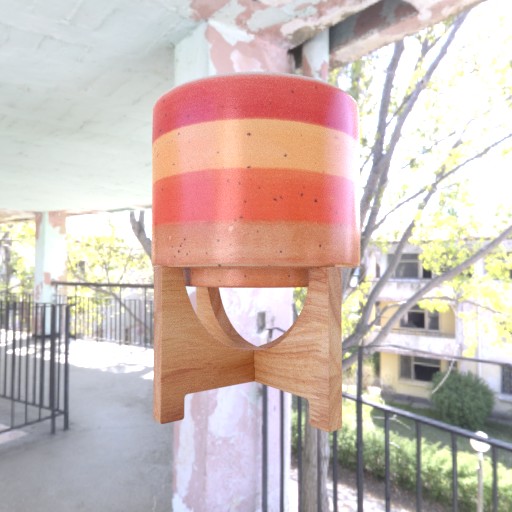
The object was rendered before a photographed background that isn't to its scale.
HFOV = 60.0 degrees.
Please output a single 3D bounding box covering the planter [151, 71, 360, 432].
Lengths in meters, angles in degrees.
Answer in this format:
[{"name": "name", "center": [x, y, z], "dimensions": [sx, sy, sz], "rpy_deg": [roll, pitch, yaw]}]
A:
[{"name": "planter", "center": [0.000, 0.000, 0.416], "dimensions": [0.199, 0.268, 0.199], "rpy_deg": [0, -2, 0]}]
